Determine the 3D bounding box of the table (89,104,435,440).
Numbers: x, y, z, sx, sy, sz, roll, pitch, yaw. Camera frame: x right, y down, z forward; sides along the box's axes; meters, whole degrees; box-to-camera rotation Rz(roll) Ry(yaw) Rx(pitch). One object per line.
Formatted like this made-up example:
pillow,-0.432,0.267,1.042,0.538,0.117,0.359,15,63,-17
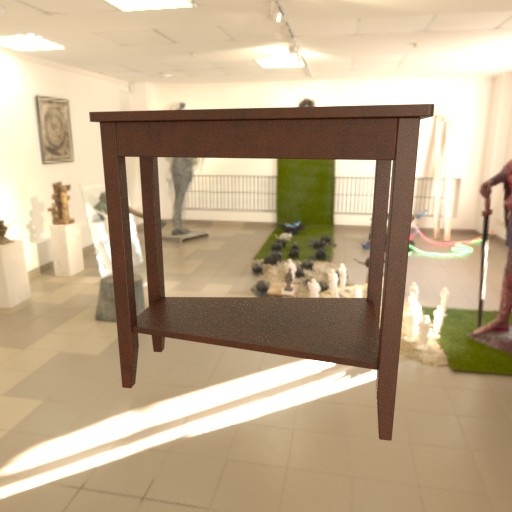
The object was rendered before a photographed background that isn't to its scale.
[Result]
table,0.000,0.000,0.963,0.605,0.589,0.399,3,15,10
